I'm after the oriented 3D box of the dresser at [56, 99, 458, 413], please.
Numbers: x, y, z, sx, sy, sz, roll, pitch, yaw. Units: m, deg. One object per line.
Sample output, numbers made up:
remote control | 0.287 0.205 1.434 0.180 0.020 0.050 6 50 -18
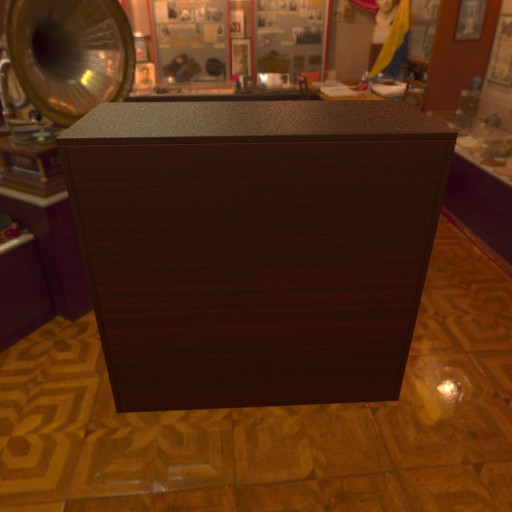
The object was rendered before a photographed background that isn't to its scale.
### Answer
dresser | 0.000 0.000 1.156 0.750 0.720 0.360 -2 30 -3
